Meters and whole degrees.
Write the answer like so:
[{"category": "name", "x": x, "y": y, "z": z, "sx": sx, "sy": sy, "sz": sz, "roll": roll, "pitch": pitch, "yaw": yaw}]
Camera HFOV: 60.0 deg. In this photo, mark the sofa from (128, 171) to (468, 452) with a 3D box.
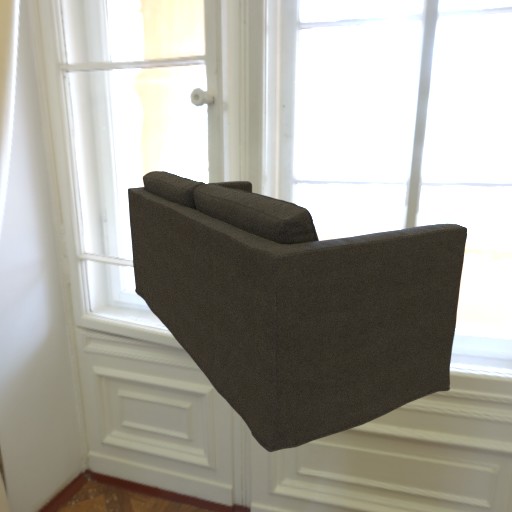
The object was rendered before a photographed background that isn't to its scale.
[{"category": "sofa", "x": 0.000, "y": 0.000, "z": 2.465, "sx": 0.953, "sy": 0.855, "sz": 1.982, "roll": -8, "pitch": 18, "yaw": -27}]
